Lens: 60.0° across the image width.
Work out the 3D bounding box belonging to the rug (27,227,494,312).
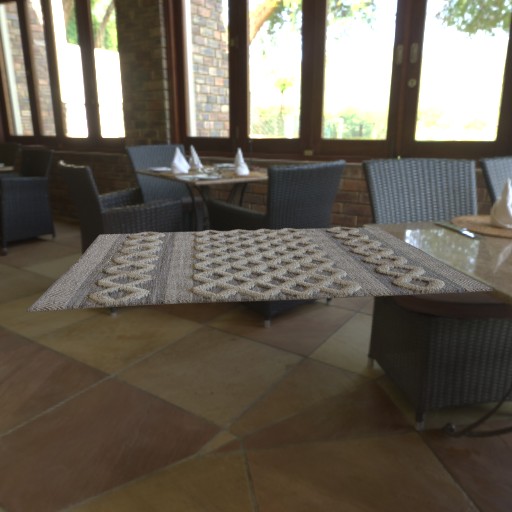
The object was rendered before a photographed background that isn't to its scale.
[{"bbox_3d":[0.000,0.000,2.286,1.823,0.030,1.222,-2,16,-7],"label":"rug"}]
